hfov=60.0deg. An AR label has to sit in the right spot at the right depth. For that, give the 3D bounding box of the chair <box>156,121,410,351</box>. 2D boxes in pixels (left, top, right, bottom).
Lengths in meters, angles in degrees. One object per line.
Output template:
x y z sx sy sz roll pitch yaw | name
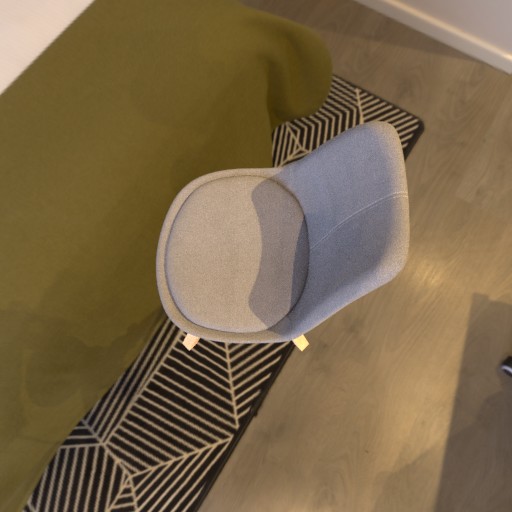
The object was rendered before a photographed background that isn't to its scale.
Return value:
0.000 0.000 1.200 0.549 0.863 0.474 1 74 0 | chair
